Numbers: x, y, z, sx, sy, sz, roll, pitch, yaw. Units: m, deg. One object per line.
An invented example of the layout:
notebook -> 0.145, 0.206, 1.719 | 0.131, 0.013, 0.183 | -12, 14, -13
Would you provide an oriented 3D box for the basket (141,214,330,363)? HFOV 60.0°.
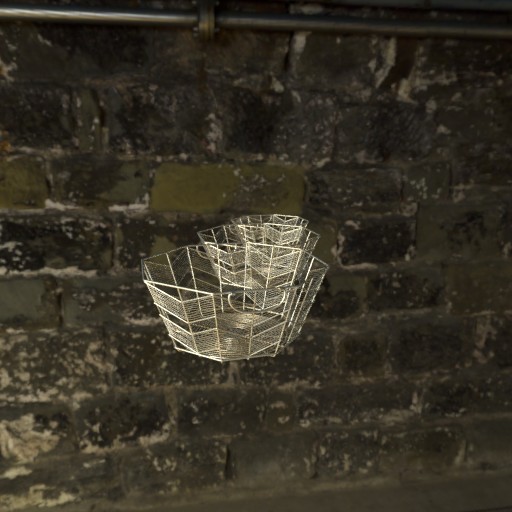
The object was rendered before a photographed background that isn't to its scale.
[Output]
basket -> 0.000, 0.000, 1.415 | 0.432, 0.178, 1.246 | 2, 14, 7
